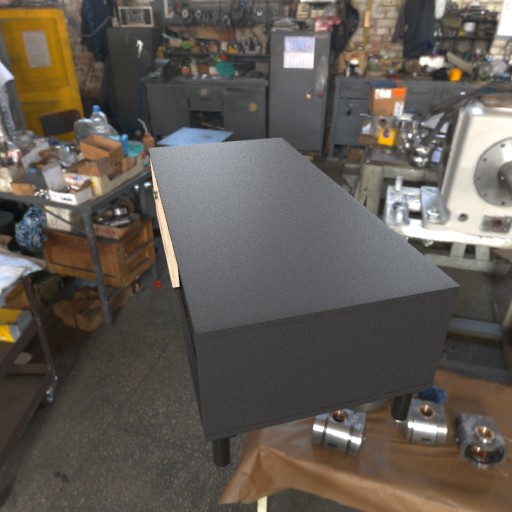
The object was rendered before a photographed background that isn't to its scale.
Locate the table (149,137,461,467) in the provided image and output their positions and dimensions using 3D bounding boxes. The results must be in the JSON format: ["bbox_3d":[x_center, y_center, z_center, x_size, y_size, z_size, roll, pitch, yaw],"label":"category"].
[{"bbox_3d":[0.000,0.000,1.367,0.550,0.400,1.100,-8,31,-14],"label":"table"}]
